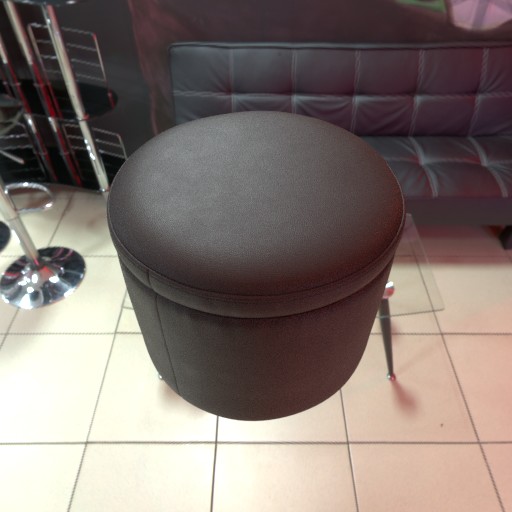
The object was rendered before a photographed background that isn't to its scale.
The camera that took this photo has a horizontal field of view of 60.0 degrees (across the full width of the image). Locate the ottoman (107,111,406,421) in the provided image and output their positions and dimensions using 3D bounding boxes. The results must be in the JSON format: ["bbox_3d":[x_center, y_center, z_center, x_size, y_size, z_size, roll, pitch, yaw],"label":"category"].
[{"bbox_3d":[0.000,0.000,0.869,0.500,0.409,0.500,0,45,0],"label":"ottoman"}]
